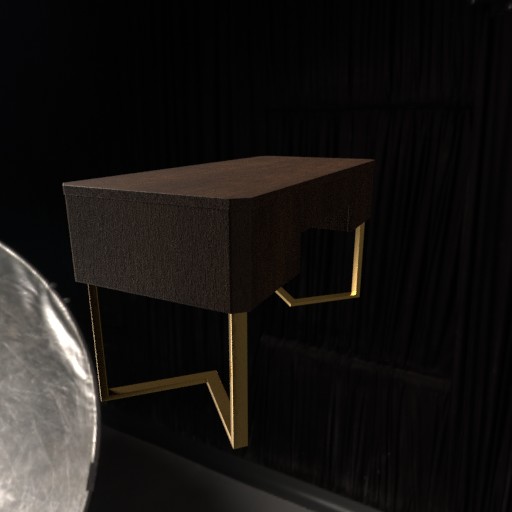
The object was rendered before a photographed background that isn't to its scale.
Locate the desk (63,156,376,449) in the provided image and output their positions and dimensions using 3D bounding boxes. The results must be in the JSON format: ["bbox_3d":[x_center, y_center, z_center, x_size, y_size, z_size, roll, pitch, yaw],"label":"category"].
[{"bbox_3d":[0.000,0.000,1.958,0.684,0.762,1.479,8,18,26],"label":"desk"}]
